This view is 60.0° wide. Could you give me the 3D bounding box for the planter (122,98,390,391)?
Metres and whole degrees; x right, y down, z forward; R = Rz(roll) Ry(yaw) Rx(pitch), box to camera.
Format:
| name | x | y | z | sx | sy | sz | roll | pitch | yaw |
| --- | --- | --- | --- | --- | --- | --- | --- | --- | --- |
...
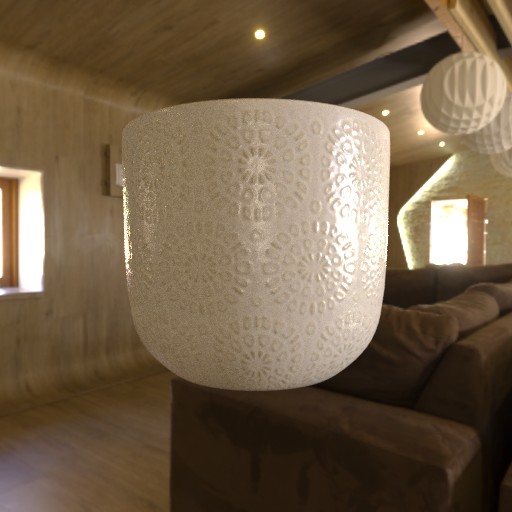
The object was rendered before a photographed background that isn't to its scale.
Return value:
| name | x | y | z | sx | sy | sz | roll | pitch | yaw |
| --- | --- | --- | --- | --- | --- | --- | --- | --- | --- |
| planter | 0.000 | 0.000 | 0.295 | 0.170 | 0.152 | 0.170 | 0 | 1 | 0 |
